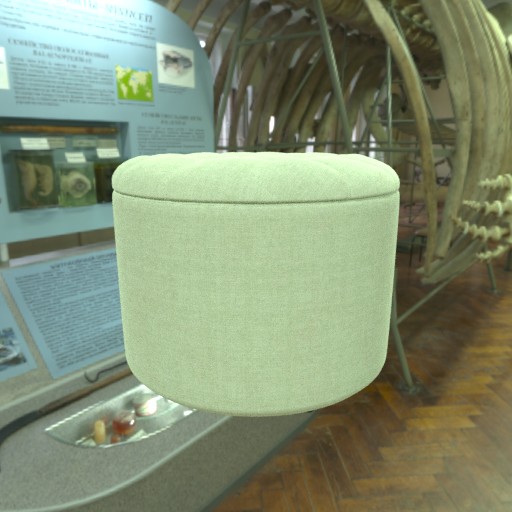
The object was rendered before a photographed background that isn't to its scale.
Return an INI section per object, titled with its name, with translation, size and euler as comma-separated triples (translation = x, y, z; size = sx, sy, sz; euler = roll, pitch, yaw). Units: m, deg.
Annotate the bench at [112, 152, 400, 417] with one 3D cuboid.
[bench]
translation = 0.000, 0.000, 1.003
size = 0.600, 0.453, 0.600
euler = 0, 14, 0
